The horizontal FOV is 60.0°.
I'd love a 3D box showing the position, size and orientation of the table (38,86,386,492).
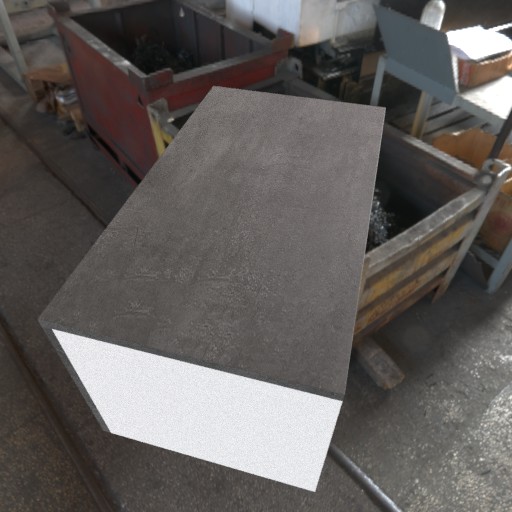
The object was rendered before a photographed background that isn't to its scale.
[{"bbox_3d":[0.000,0.000,0.901,0.400,0.350,0.700,11,47,11],"label":"table"}]
